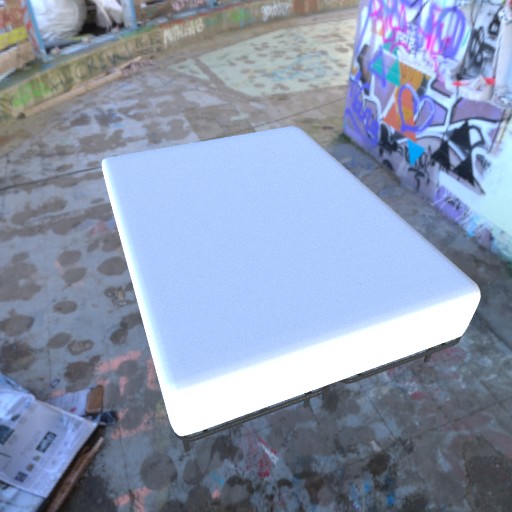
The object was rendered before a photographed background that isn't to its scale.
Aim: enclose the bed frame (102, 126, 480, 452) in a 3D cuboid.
[{"bbox_3d":[0.000,0.000,2.773,1.528,0.677,2.037,-14,42,-17],"label":"bed frame"}]
